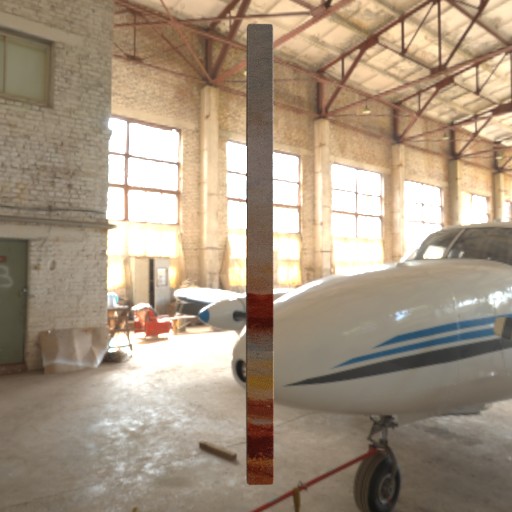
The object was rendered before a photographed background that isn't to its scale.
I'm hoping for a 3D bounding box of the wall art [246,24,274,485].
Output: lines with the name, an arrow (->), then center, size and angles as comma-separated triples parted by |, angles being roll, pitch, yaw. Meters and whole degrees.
wall art -> 0.000, 0.000, 0.800 | 0.035, 0.605, 0.443 | 0, -2, -1
